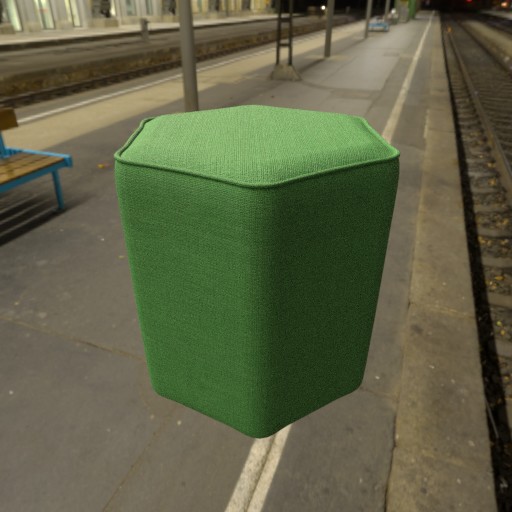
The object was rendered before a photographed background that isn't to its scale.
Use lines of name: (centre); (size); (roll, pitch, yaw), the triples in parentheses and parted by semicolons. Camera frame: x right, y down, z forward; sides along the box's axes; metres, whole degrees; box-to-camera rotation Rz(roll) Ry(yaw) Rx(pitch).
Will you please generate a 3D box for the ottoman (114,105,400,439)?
ottoman: (0.000, 0.000, 0.885); (0.444, 0.507, 0.499); (-1, 30, -1)
